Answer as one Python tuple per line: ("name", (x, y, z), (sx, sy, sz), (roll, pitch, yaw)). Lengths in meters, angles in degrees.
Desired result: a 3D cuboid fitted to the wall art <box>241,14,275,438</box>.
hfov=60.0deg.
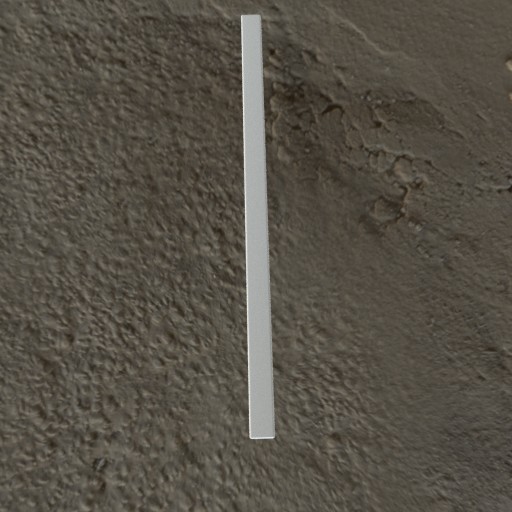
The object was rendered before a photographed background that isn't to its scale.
("wall art", (0.000, 0.000, 1.116), (0.037, 0.757, 0.757), (-1, 75, 0))
